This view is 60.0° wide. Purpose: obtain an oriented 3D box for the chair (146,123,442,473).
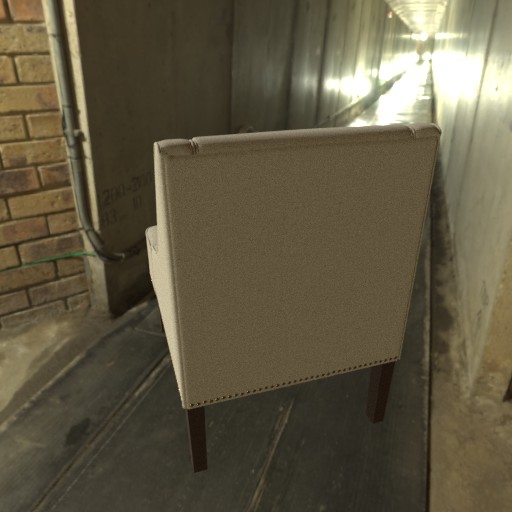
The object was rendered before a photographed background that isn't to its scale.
[{"bbox_3d":[0.000,0.000,1.349,0.610,0.864,0.737,-8,28,-16],"label":"chair"}]
